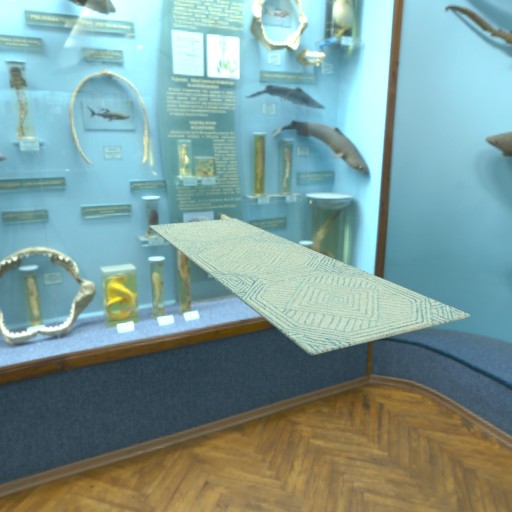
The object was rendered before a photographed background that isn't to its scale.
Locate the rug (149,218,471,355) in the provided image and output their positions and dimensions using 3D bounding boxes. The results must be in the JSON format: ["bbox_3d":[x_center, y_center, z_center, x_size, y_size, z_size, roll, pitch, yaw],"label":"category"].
[{"bbox_3d":[0.000,0.000,2.713,0.775,0.012,2.452,-7,17,-25],"label":"rug"}]
